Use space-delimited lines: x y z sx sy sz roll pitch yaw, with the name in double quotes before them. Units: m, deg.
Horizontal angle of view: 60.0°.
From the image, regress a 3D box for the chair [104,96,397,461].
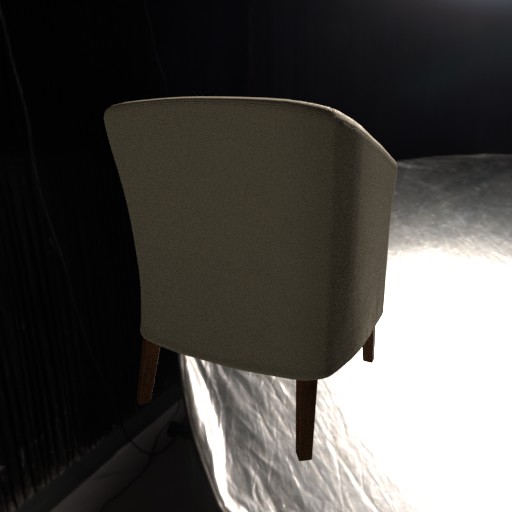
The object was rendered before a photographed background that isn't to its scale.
"chair" 0.000 0.000 1.263 0.643 0.822 0.657 8 18 26
